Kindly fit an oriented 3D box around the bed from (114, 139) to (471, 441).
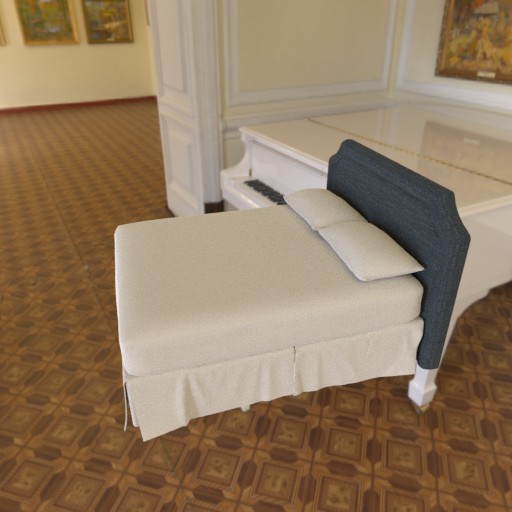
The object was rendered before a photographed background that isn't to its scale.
[{"bbox_3d":[0.000,0.000,3.360,2.208,1.297,1.828,-8,30,-14],"label":"bed"}]
